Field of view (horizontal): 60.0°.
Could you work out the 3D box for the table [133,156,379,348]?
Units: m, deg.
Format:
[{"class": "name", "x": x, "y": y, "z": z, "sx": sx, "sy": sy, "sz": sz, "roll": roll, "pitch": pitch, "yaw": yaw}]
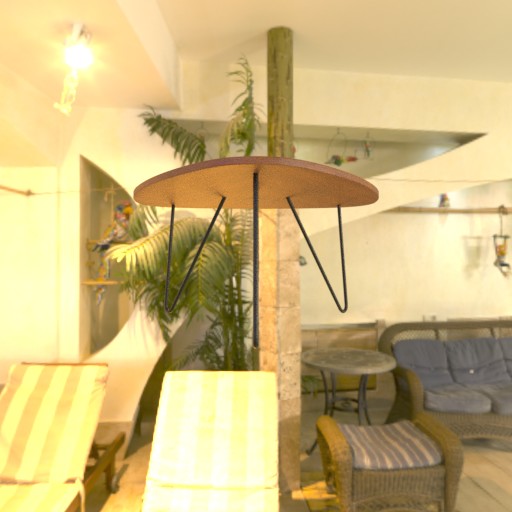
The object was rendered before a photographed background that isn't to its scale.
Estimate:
[{"class": "table", "x": 0.000, "y": 0.000, "z": 1.327, "sx": 0.833, "sy": 0.413, "sz": 0.821, "roll": 0, "pitch": 0, "yaw": 0}]
